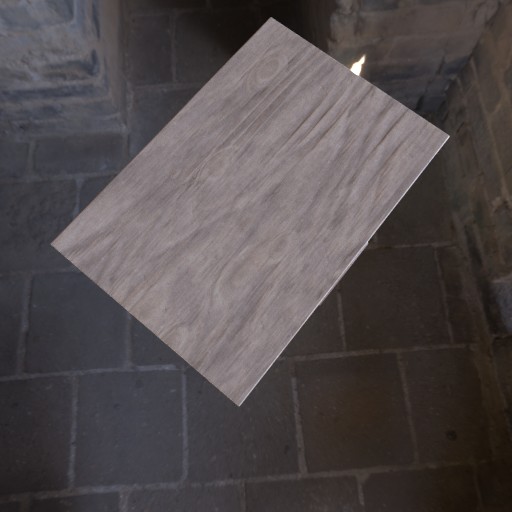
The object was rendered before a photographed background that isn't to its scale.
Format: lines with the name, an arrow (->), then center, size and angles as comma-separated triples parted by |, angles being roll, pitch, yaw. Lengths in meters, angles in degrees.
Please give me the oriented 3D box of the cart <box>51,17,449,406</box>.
cart -> 0.000, 0.000, 1.148 | 0.403, 0.839, 0.584 | 38, 78, 9
